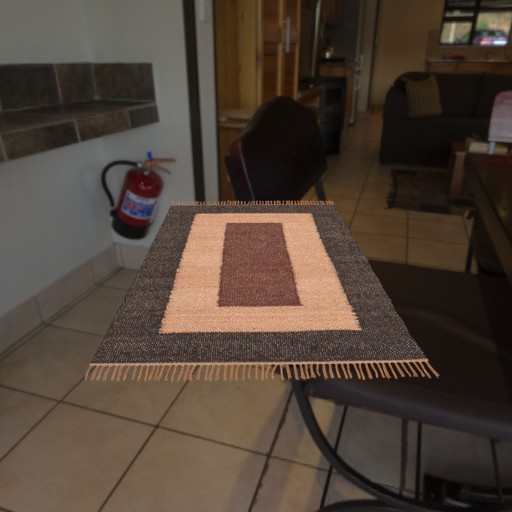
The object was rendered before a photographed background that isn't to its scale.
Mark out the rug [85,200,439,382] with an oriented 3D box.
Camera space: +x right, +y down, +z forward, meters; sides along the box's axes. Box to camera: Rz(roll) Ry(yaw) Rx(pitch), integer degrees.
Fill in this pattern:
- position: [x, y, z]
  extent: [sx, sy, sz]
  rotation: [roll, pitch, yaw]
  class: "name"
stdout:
- position: [0.000, 0.000, 1.831]
  extent: [0.920, 0.013, 1.541]
  rotation: [0, 24, -1]
  class: "rug"
